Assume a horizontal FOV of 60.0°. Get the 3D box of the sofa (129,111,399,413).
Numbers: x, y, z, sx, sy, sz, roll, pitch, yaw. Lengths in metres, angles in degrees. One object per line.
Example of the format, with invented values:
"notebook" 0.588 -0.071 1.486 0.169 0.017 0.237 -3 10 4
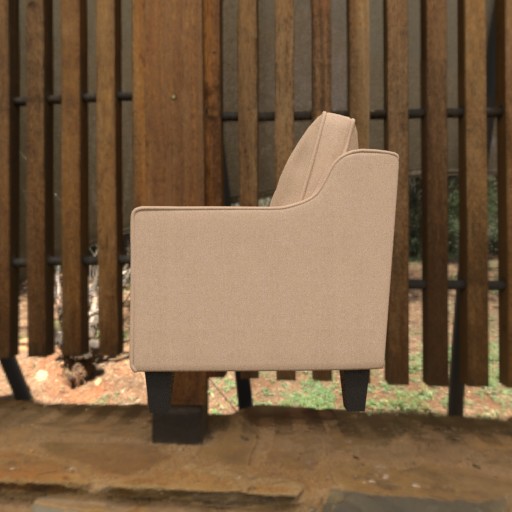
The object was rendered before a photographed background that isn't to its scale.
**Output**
"sofa" 0.000 0.000 3.391 1.351 1.562 2.587 0 -1 -1
